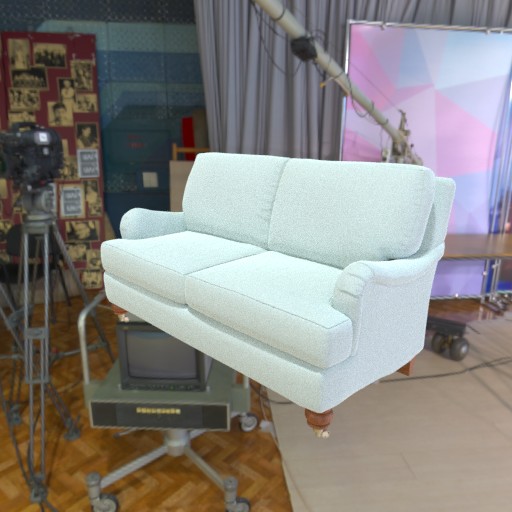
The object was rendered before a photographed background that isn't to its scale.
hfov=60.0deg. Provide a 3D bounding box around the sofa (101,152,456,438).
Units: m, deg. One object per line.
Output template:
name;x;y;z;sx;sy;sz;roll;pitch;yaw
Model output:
sofa;0.000;0.000;2.578;1.853;1.101;1.084;16;22;43
